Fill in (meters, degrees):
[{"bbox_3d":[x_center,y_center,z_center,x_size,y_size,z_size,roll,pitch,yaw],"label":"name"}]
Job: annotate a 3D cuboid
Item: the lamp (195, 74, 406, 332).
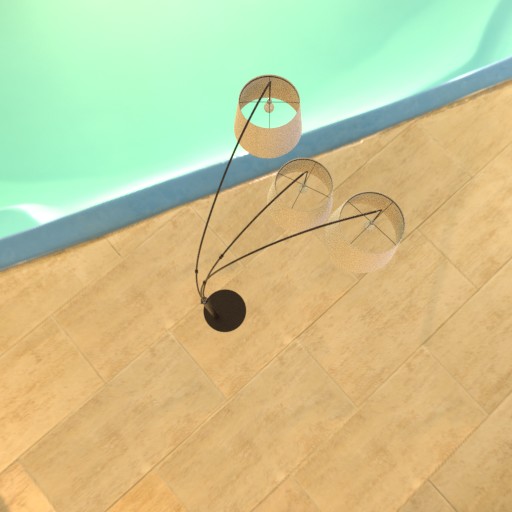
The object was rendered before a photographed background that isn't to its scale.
[{"bbox_3d":[0.000,0.000,2.503,0.924,1.950,0.951,-35,78,-8],"label":"lamp"}]
